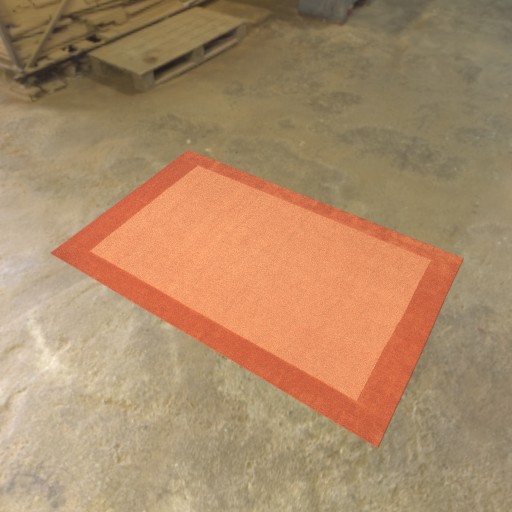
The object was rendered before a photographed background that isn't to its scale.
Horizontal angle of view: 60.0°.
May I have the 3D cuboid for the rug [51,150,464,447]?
[{"bbox_3d":[0.000,0.000,3.080,2.438,0.014,1.524,25,52,22],"label":"rug"}]
